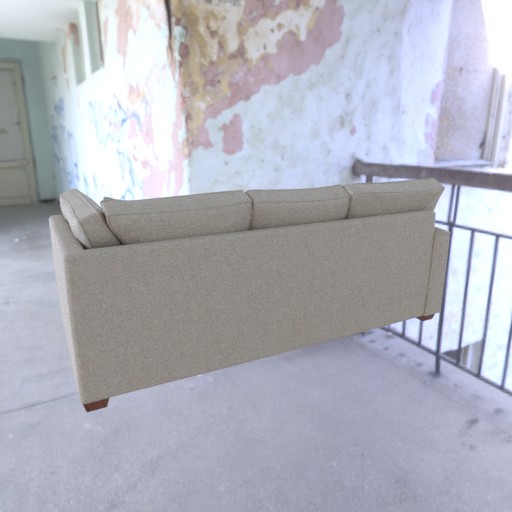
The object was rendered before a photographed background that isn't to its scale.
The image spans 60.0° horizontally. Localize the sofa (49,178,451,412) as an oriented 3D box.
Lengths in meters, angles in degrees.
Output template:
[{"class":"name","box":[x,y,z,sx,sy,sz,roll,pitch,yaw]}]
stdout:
[{"class":"sofa","box":[0.000,0.000,2.833,2.317,0.962,1.061,-8,18,-26]}]
